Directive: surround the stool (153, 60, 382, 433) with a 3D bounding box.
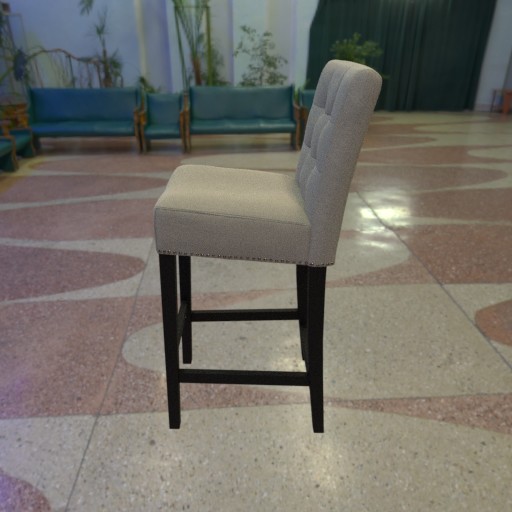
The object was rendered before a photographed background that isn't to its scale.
[{"bbox_3d":[0.000,0.000,1.309,0.548,1.047,0.411,0,26,-1],"label":"stool"}]
